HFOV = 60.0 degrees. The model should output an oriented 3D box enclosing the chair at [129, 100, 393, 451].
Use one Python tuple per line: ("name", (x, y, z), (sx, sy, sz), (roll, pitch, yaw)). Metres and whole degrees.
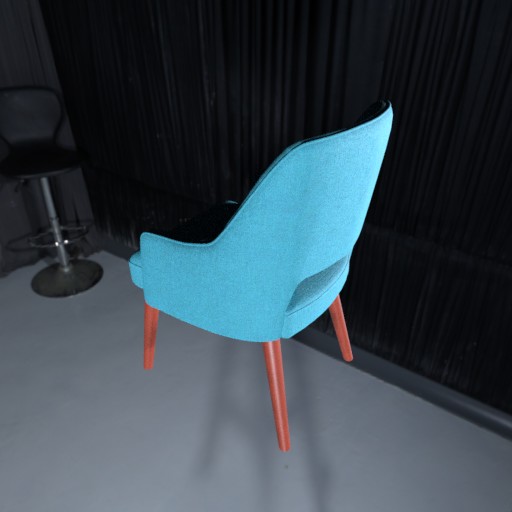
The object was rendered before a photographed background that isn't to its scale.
("chair", (0.000, 0.000, 1.239), (0.605, 0.849, 0.548), (20, 37, 29))
